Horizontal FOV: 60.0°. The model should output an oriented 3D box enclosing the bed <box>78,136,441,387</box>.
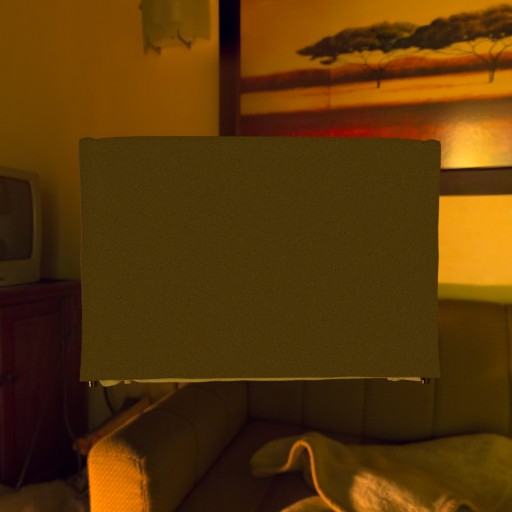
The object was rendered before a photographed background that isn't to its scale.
[{"bbox_3d":[0.000,0.000,3.450,1.925,1.332,2.276,0,2,-2],"label":"bed"}]
